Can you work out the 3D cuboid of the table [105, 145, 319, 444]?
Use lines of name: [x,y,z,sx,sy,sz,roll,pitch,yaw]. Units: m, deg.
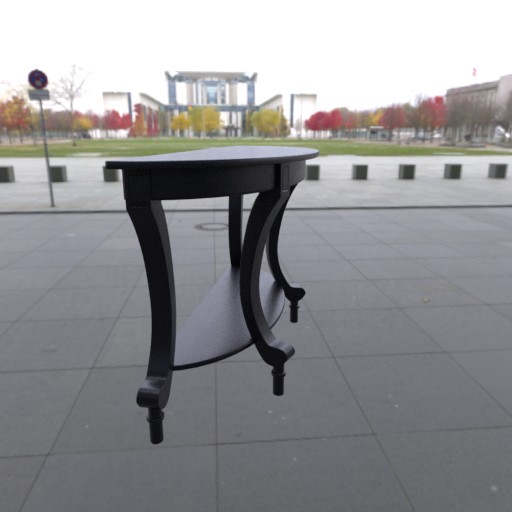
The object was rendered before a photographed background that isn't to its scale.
table: [0.000,0.000,1.495,0.394,0.692,1.198,3,16,9]
